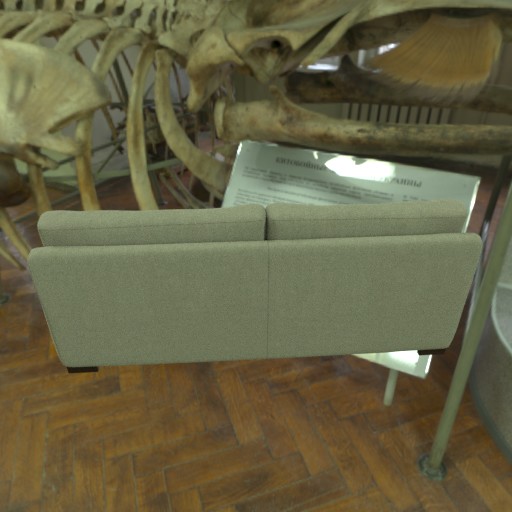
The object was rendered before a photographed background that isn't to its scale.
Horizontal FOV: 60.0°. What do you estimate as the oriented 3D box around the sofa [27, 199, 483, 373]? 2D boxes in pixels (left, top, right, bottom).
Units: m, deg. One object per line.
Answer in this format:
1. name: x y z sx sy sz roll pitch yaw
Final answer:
1. sofa: 0.000 0.000 2.804 2.354 0.980 0.962 -2 31 -3
